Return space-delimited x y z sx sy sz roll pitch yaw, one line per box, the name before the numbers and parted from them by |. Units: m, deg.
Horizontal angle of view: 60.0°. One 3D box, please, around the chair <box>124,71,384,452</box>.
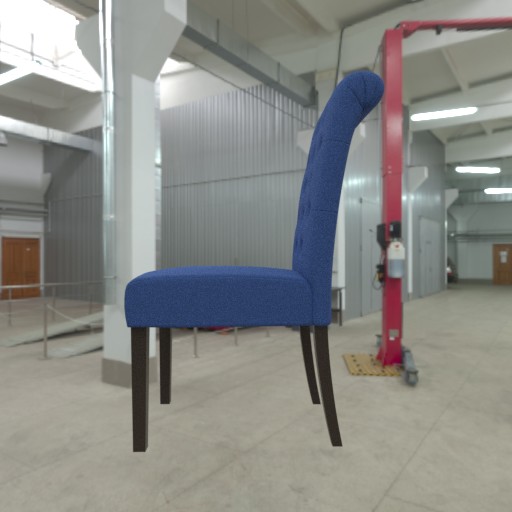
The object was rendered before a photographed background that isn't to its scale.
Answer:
chair | 0.000 0.000 1.345 0.671 1.006 0.456 0 0 -1
